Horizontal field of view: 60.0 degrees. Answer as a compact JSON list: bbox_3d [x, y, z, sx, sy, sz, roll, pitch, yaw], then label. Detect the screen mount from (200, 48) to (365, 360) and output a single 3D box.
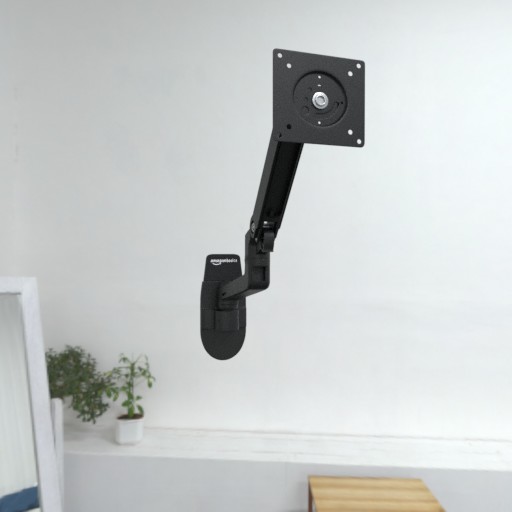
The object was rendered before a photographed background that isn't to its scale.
[{"bbox_3d":[0.000,0.000,0.744,0.115,0.466,0.495,0,1,-17],"label":"screen mount"}]
